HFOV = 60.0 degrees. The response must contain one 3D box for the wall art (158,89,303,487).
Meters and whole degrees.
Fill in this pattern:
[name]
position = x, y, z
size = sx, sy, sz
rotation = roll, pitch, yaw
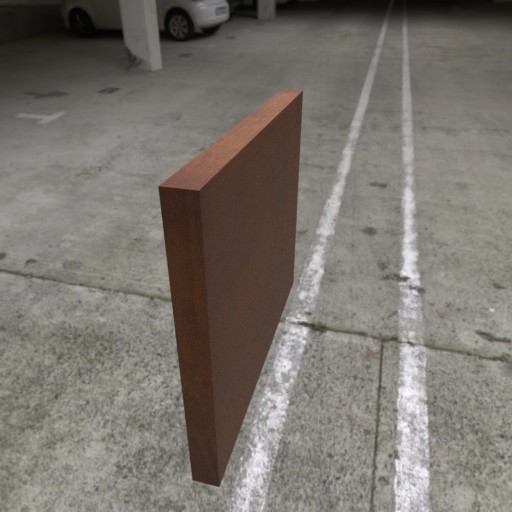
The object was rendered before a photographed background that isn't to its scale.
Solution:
[wall art]
position = 0.000, 0.000, 0.550
size = 0.030, 0.328, 0.401
rotation = 8, 31, 13
